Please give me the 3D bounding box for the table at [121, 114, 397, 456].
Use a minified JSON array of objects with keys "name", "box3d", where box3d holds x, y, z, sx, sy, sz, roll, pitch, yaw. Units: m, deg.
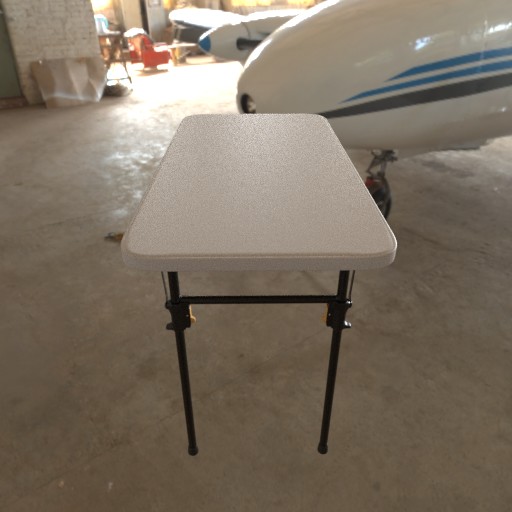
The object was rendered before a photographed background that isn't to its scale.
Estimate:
[{"name":"table","box3d":[0.000,0.000,1.619,0.610,0.729,1.219,0,31,-1]}]
